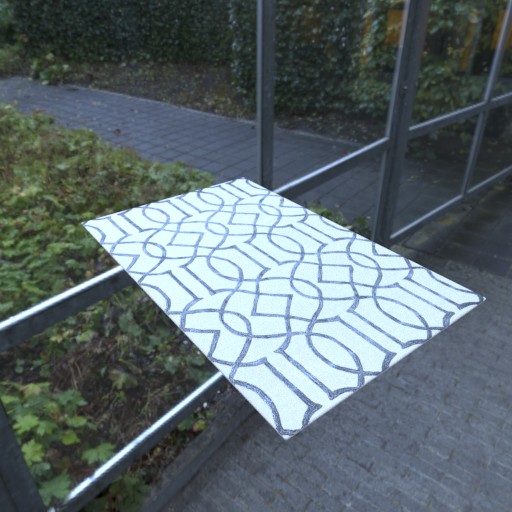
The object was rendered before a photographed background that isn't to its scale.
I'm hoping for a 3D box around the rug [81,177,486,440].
[{"bbox_3d":[0.000,0.000,2.945,1.521,0.017,2.365,-22,38,-31],"label":"rug"}]
